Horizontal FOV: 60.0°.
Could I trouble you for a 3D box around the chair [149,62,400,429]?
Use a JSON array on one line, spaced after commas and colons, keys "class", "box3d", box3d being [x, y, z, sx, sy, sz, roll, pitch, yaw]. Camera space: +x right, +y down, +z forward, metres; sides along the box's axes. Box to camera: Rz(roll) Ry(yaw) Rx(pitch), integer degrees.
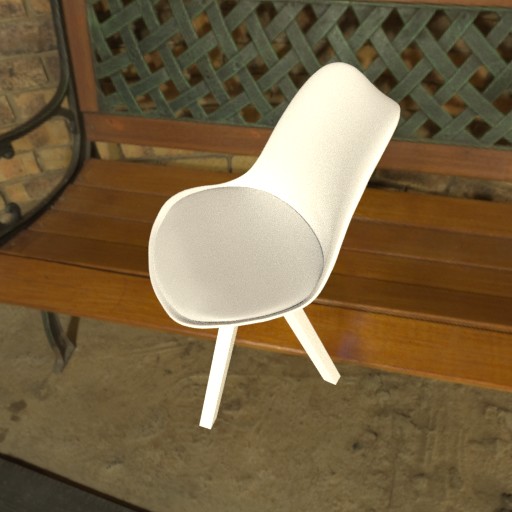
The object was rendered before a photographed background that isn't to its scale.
[{"class": "chair", "box3d": [0.000, 0.000, 1.163, 0.550, 0.850, 0.485, -15, 49, -13]}]
